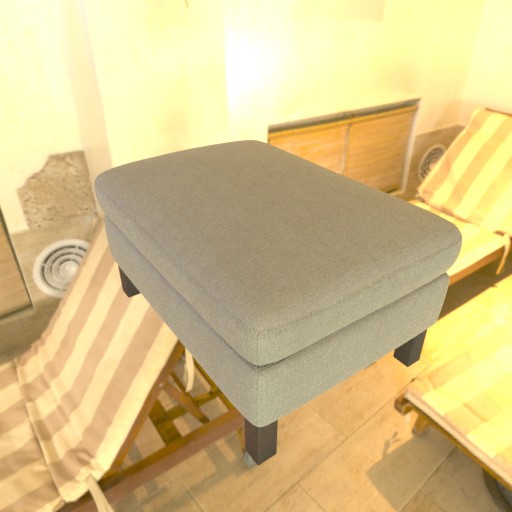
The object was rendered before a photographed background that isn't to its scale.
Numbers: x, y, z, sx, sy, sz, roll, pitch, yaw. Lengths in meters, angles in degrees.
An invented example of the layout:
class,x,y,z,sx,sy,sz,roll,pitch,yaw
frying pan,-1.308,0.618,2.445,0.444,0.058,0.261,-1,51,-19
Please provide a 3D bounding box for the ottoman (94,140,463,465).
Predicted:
class,x,y,z,sx,sy,sz,roll,pitch,yaw
ottoman,0.000,0.000,1.052,0.528,0.404,0.735,-20,37,-30
